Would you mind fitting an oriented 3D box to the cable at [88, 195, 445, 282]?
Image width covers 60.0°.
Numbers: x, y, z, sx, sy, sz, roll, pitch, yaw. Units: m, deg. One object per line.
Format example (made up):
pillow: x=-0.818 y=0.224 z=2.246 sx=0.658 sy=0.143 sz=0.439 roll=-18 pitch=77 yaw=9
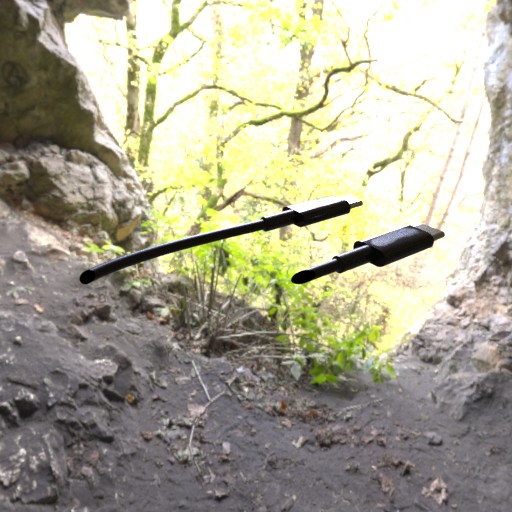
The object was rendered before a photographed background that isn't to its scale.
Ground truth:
cable: x=0.000 y=0.000 z=0.109 sx=0.098 sy=0.005 sz=0.041 roll=-17 pitch=32 yaw=-30
